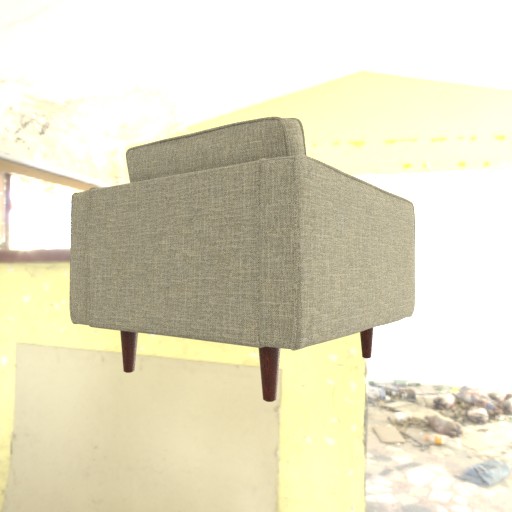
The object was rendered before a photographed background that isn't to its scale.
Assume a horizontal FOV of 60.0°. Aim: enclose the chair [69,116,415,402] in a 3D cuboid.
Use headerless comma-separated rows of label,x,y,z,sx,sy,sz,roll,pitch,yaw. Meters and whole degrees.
chair,0.000,0.000,1.571,0.889,0.765,0.914,-1,-2,35
